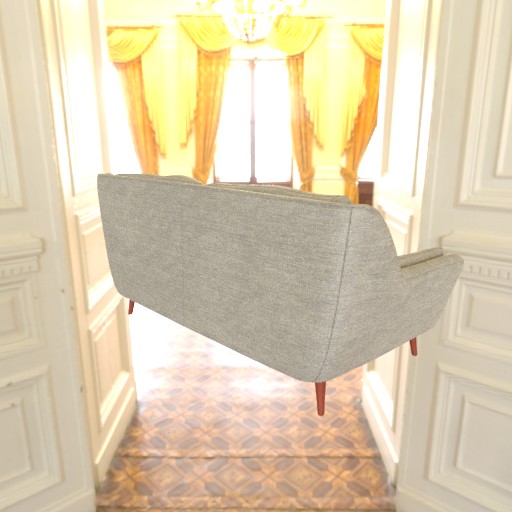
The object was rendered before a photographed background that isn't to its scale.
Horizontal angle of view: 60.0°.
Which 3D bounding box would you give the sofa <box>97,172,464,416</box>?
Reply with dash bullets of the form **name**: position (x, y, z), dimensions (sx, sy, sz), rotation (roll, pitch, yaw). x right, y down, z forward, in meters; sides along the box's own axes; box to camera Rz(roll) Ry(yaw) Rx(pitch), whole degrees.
- **sofa**: position (0.000, 0.000, 2.456), dimensions (1.930, 0.897, 0.976), rotation (15, 21, 43)
